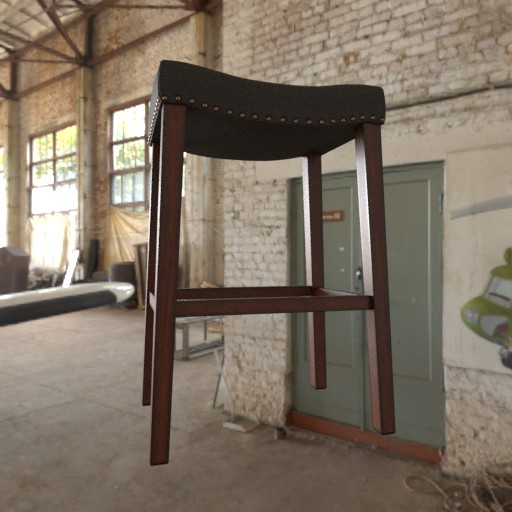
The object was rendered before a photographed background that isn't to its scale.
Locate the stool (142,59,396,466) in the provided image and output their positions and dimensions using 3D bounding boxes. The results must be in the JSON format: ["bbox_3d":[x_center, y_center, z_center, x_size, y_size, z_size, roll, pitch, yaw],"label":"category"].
[{"bbox_3d":[0.000,0.000,1.032,0.502,0.748,0.366,0,0,-17],"label":"stool"}]
